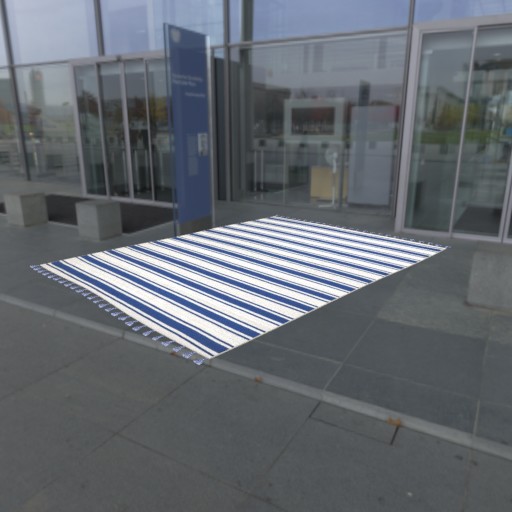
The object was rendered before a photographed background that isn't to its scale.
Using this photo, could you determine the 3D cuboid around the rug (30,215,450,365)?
[{"bbox_3d":[0.000,0.000,4.371,2.471,0.016,3.416,16,23,42],"label":"rug"}]
